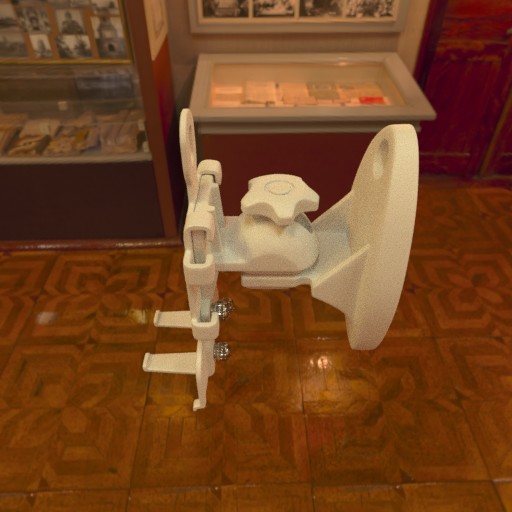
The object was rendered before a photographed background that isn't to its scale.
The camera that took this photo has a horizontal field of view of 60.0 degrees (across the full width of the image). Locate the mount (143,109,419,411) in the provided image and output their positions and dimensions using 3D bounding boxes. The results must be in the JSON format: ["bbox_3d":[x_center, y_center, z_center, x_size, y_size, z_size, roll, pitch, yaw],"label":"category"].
[{"bbox_3d":[0.000,0.000,0.175,0.100,0.118,0.066,0,41,0],"label":"mount"}]
